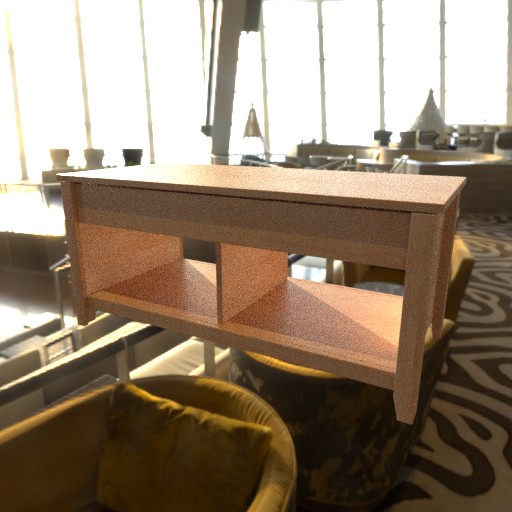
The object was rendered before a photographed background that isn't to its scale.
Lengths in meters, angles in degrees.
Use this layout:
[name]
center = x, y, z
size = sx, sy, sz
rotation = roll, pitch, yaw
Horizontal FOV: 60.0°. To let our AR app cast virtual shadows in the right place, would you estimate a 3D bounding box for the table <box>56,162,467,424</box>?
[table]
center = 0.000, 0.000, 1.276
size = 1.016, 0.457, 0.483
rotation = 9, 19, 27
